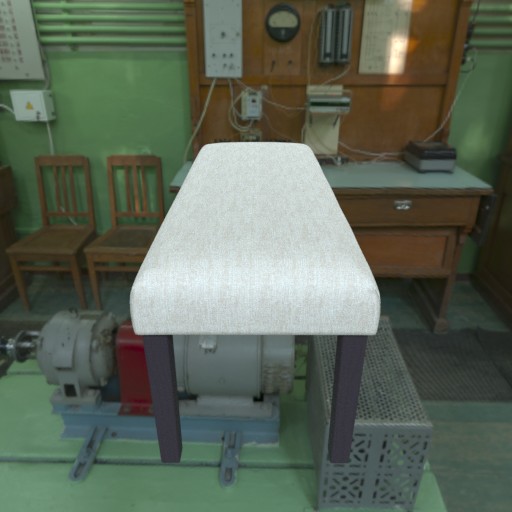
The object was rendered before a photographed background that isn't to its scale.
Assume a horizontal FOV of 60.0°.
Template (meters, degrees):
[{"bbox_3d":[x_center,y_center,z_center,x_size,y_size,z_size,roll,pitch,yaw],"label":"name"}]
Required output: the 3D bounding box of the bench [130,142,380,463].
[{"bbox_3d":[0.000,0.000,1.230,0.407,0.456,1.013,0,26,0],"label":"bench"}]
